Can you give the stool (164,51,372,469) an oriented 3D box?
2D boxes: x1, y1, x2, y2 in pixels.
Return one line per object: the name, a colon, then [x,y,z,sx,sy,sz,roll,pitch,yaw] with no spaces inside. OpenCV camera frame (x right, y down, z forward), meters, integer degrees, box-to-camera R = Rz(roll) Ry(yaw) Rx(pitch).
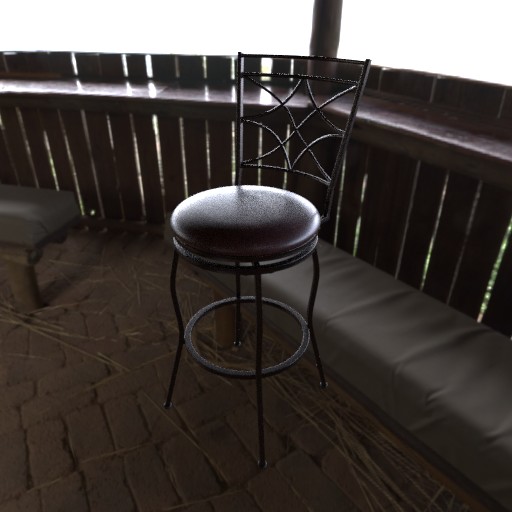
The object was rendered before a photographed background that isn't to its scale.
stool: [0.000,0.000,1.379,0.434,1.117,0.534,19,34,30]
